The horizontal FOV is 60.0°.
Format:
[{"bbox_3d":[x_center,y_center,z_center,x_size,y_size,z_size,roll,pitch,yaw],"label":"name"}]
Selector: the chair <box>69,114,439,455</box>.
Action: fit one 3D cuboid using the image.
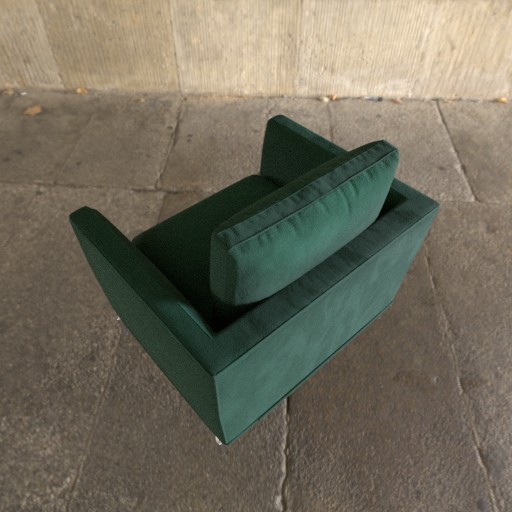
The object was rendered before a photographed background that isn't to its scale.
[{"bbox_3d":[0.000,0.000,1.757,1.047,0.997,0.852,-33,55,-27],"label":"chair"}]
